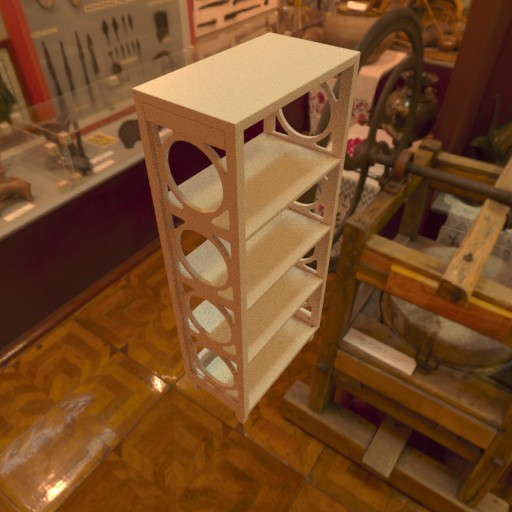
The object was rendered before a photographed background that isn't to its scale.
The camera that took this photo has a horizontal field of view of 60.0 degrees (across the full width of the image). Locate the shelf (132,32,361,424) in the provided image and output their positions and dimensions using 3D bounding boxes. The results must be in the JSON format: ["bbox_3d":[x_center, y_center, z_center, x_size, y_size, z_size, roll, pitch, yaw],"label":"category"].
[{"bbox_3d":[0.000,0.000,1.710,0.340,1.411,0.611,27,48,26],"label":"shelf"}]
